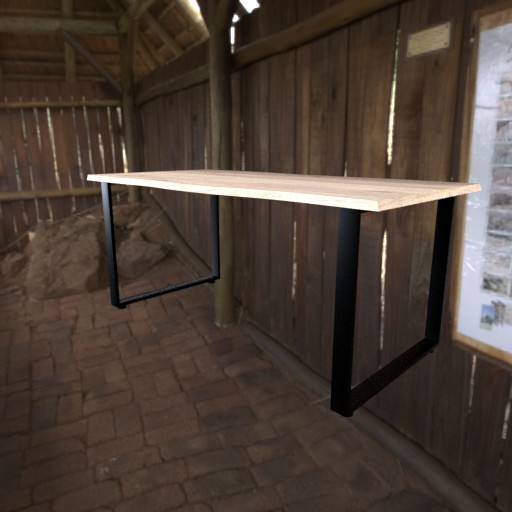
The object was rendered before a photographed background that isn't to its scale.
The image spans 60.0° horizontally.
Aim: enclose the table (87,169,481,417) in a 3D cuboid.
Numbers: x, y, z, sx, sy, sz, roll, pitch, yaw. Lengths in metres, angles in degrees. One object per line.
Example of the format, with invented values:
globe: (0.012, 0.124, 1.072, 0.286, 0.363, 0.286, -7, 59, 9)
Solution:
table: (0.000, 0.000, 2.264, 1.800, 0.780, 0.900, 13, 19, 42)
